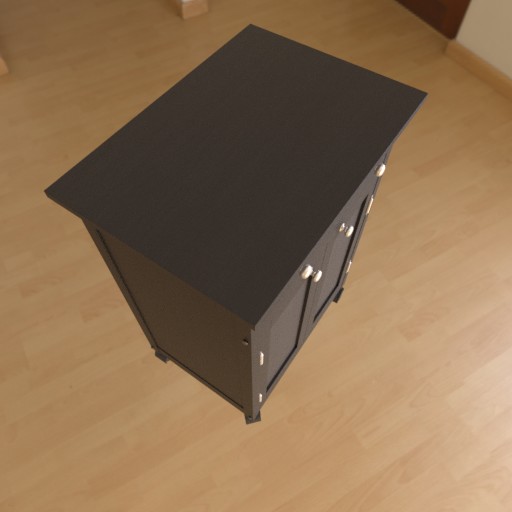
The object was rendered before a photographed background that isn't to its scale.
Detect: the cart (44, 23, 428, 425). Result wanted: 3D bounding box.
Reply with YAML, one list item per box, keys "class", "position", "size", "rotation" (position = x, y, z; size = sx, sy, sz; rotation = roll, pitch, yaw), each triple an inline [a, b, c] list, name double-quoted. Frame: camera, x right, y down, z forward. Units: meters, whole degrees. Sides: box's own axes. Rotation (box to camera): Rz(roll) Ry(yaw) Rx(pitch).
- class: "cart"
  position: [0.000, 0.000, 1.230]
  size: [0.456, 0.879, 0.660]
  rotation: [30, 62, 18]
